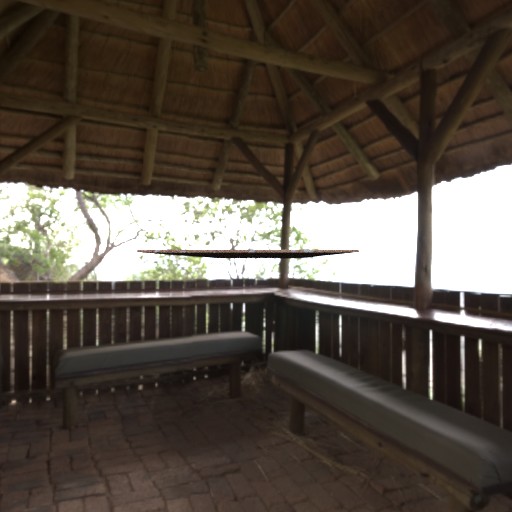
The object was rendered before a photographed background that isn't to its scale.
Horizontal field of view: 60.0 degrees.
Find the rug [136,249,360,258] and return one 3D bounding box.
[{"bbox_3d":[0.000,0.000,2.695,0.750,0.011,2.435,0,-1,1],"label":"rug"}]
